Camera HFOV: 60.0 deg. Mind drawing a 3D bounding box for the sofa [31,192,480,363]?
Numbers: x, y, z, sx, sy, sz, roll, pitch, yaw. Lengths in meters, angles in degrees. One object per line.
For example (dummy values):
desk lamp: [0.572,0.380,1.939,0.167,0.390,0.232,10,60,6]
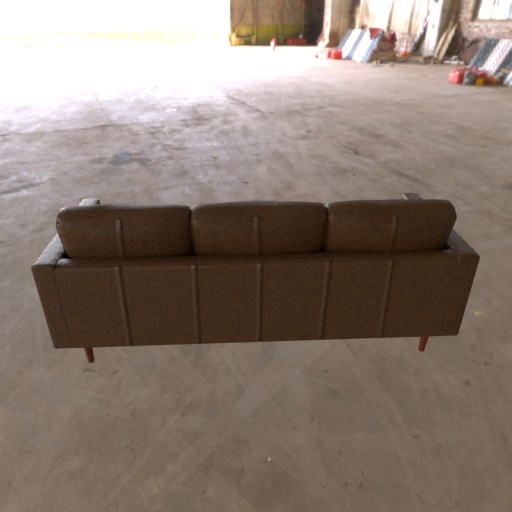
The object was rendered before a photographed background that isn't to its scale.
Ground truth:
sofa: [0.000,0.000,2.688,2.231,0.930,0.903,-1,29,-2]
